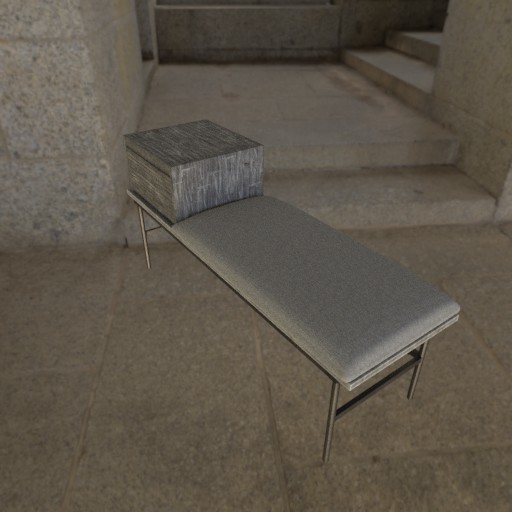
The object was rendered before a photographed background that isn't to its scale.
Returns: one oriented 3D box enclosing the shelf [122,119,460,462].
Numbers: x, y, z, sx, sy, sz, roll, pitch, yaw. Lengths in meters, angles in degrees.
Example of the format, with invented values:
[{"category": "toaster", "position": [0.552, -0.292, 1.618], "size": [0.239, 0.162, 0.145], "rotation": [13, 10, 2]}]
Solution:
[{"category": "shelf", "position": [0.000, 0.000, 1.627], "size": [0.457, 0.633, 1.342], "rotation": [-21, 38, -29]}]
